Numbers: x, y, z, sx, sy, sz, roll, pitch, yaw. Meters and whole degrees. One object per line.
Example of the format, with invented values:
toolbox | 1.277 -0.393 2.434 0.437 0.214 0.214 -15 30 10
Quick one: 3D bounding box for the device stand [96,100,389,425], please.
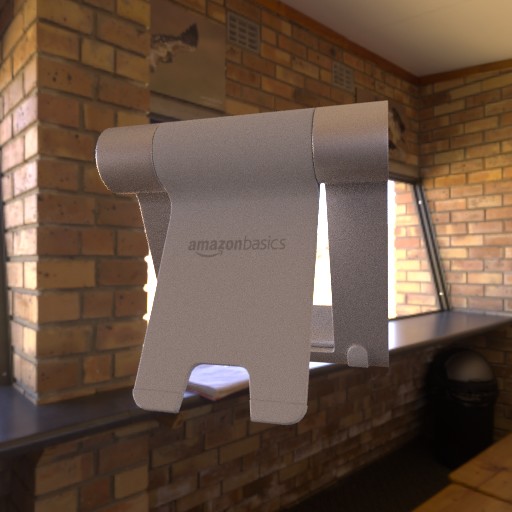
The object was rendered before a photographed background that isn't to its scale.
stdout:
device stand | 0.000 0.000 0.150 0.086 0.084 0.079 0 -1 17
